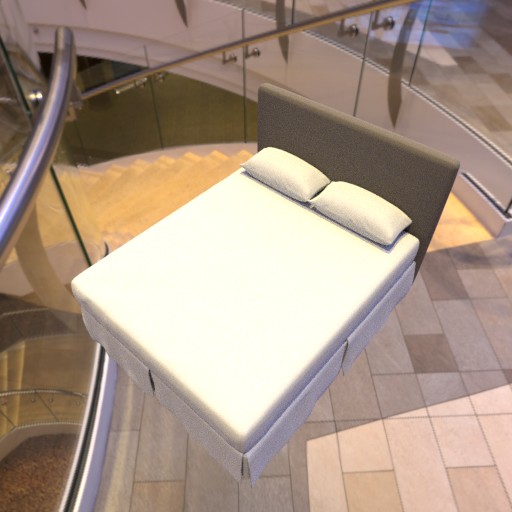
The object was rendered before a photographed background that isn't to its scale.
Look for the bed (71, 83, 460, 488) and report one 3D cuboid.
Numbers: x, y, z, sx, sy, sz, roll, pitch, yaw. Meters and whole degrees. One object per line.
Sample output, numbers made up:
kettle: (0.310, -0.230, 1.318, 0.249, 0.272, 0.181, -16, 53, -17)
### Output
bed: (0.000, 0.000, 3.157, 1.748, 1.330, 2.142, 33, 55, 27)
